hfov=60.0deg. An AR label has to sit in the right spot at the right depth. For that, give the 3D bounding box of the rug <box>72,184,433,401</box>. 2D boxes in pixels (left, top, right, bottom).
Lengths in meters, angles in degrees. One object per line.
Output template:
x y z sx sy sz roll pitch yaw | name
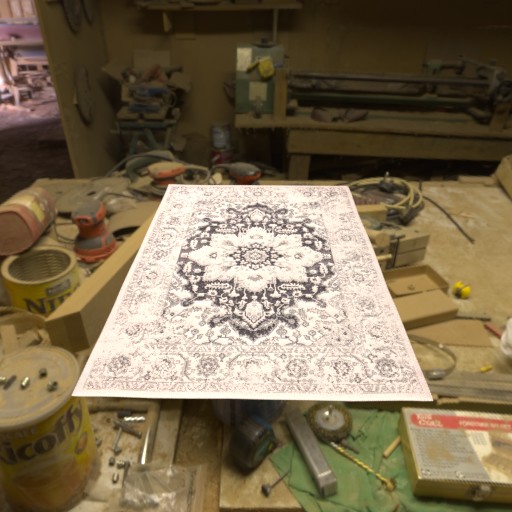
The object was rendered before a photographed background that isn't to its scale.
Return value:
0.000 0.000 2.255 1.223 0.008 1.813 1 32 1 | rug
